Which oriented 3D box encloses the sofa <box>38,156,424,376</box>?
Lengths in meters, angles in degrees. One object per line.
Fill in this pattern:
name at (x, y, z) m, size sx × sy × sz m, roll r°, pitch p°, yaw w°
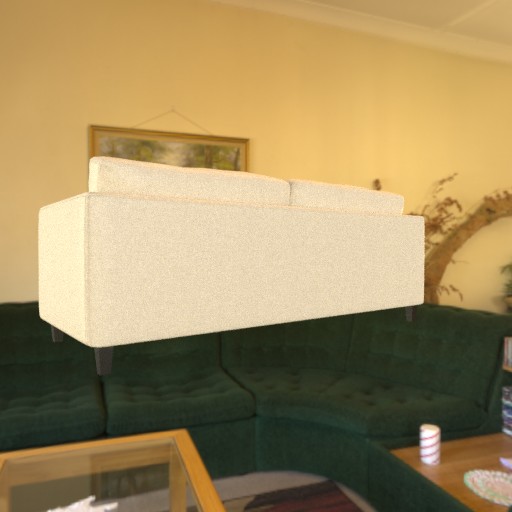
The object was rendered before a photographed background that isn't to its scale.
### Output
sofa at (0.000, 0.000, 2.880) m, size 2.434 × 0.965 × 0.948 m, roll -1°, pitch 1°, yaw -37°
